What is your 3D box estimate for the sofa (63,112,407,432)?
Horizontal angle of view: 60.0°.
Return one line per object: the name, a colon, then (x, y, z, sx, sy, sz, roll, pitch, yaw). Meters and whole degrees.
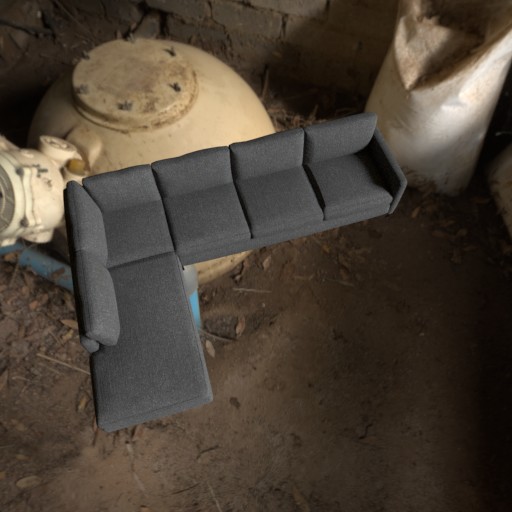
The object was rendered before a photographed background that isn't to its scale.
sofa: (0.000, 0.000, 3.738, 2.949, 0.815, 2.007, -15, 64, -8)
